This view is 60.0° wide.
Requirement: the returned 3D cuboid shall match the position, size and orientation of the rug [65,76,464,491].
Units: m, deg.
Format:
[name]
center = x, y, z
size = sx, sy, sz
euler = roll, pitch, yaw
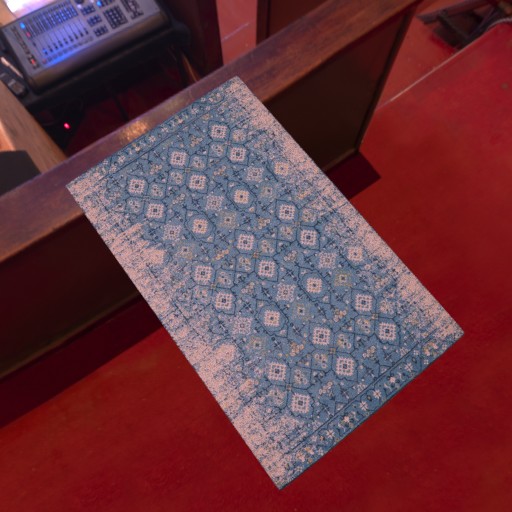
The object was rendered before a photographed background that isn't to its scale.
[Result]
[rug]
center = 0.000, 0.000, 2.169
size = 1.102, 0.008, 1.795
euler = -36, 77, -10
